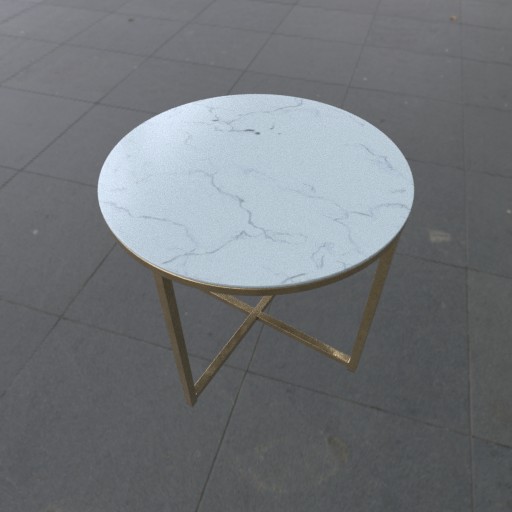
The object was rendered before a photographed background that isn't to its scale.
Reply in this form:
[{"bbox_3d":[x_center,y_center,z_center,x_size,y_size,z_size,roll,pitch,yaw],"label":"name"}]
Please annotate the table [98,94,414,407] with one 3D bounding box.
[{"bbox_3d":[0.000,0.000,0.872,0.500,0.420,0.500,0,47,0],"label":"table"}]
